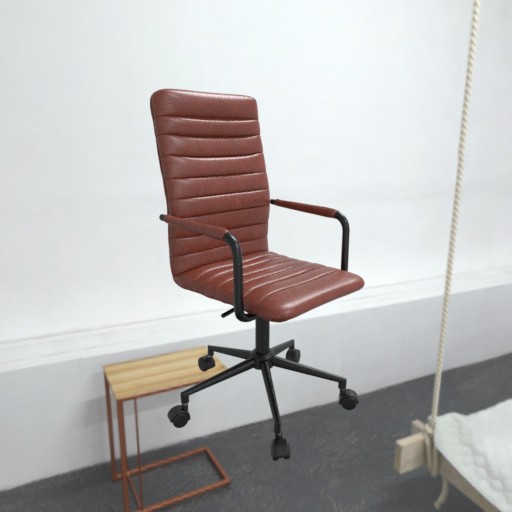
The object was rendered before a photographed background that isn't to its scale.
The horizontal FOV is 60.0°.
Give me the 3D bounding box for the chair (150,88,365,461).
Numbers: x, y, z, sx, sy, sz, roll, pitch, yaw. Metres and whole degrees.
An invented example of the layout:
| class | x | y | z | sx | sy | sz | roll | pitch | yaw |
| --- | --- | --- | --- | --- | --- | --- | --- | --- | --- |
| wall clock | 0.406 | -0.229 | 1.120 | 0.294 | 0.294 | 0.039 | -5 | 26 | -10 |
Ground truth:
| class | x | y | z | sx | sy | sz | roll | pitch | yaw |
| --- | --- | --- | --- | --- | --- | --- | --- | --- | --- |
| chair | 0.000 | 0.000 | 1.367 | 0.608 | 0.979 | 0.580 | -14 | 21 | -43 |
